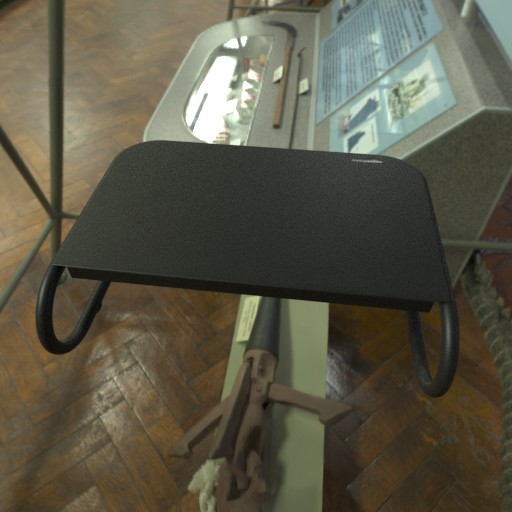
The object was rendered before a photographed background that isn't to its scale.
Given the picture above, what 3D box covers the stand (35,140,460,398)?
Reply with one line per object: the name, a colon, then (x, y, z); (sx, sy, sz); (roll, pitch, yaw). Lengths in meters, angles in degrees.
stand: (0.000, 0.000, 0.489); (0.370, 0.108, 0.280); (5, 46, 5)
